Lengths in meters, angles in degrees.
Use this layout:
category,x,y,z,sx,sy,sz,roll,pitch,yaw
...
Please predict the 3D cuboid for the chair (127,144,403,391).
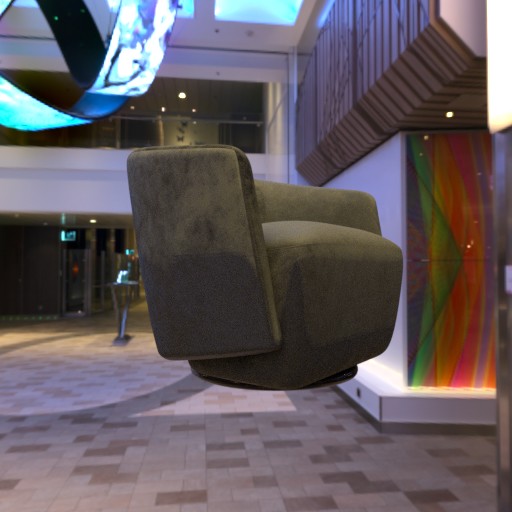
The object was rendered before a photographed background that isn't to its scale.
category,x,y,z,sx,sy,sz,roll,pitch,yaw
chair,0.000,0.000,1.410,0.767,0.698,0.773,-1,-2,37
